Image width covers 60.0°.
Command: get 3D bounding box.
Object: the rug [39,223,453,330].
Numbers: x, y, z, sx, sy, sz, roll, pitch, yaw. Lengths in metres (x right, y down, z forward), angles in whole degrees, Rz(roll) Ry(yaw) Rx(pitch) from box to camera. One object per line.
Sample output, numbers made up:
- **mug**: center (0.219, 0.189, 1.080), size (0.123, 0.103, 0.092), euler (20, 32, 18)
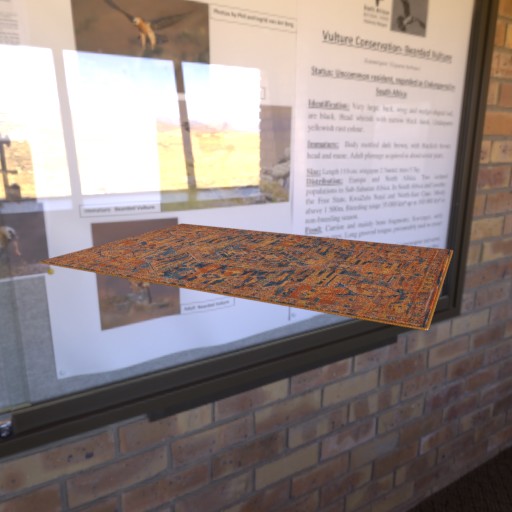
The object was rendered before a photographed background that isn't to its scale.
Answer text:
- **rug**: center (0.000, 0.000, 2.234), size (1.758, 0.013, 1.148), euler (7, 16, 26)
